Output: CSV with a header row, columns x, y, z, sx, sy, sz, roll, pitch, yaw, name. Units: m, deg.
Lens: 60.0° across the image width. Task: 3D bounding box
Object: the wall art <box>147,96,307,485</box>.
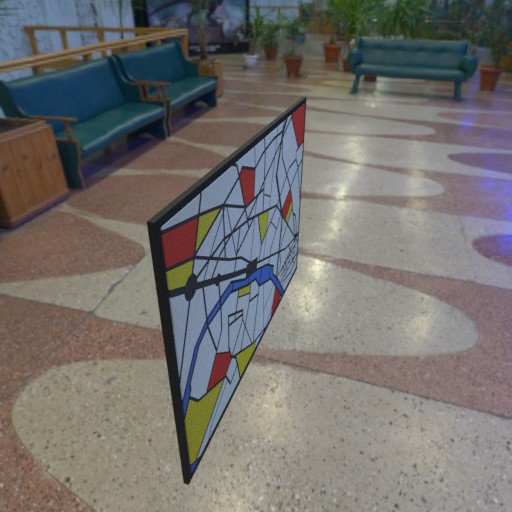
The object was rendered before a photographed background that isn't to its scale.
x,y,z,sx,sy,sz,roll,pitch,yaw,name
0.000,0.000,1.227,0.013,0.665,0.963,10,32,16,wall art
